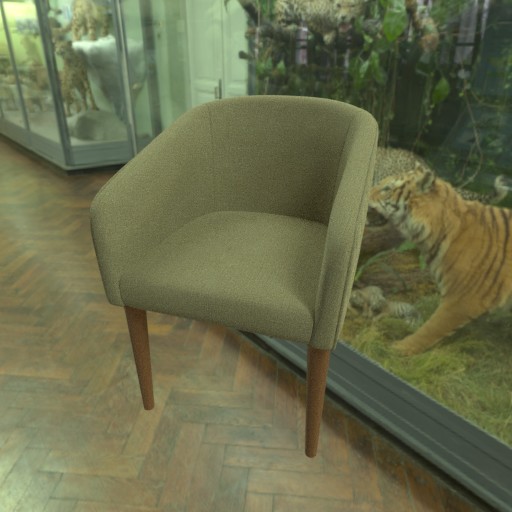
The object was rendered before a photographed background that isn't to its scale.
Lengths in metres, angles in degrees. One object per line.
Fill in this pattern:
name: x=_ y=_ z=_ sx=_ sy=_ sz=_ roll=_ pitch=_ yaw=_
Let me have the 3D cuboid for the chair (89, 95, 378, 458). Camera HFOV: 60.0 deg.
chair: x=0.000 y=0.000 z=1.218 sx=0.584 sy=0.775 sz=0.616 roll=9 pitch=27 yaw=18
